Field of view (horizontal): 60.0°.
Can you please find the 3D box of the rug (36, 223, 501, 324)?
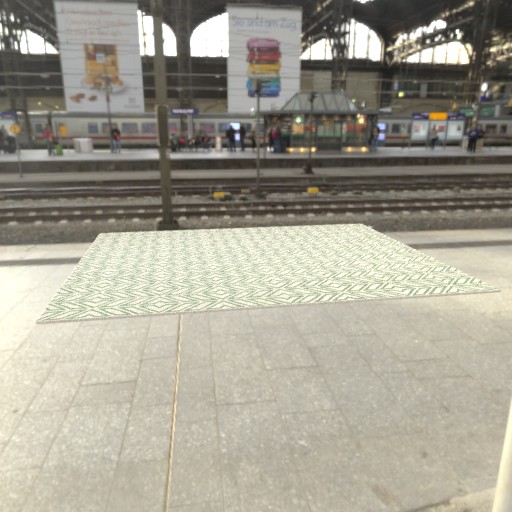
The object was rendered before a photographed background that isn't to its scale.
[{"bbox_3d":[0.000,0.000,3.986,3.050,0.017,2.441,-3,16,-10],"label":"rug"}]
